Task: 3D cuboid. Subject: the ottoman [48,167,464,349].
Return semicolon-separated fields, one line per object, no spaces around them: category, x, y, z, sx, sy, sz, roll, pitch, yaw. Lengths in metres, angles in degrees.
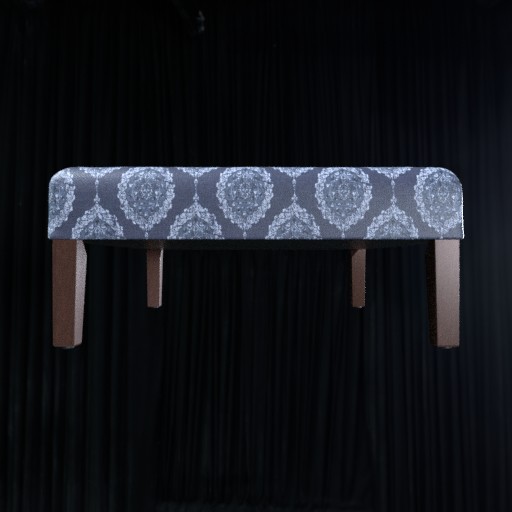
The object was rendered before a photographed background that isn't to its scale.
ottoman;0.000;0.000;1.378;0.889;0.409;0.890;0;-1;0
